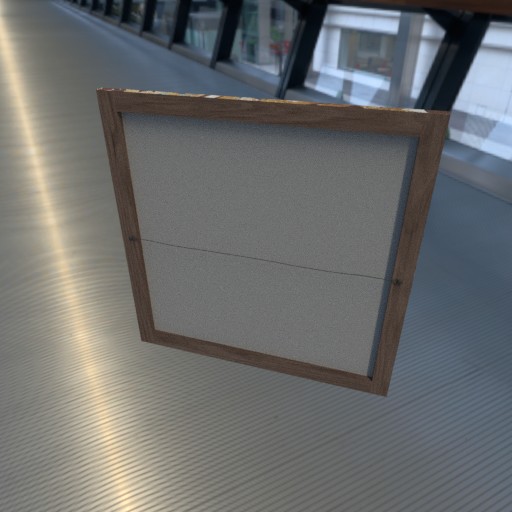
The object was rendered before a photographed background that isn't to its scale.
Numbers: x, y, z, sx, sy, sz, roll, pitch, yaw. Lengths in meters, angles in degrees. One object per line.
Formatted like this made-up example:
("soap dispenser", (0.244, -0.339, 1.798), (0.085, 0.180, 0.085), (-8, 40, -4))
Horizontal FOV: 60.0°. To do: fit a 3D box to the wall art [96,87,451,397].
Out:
("wall art", (0.000, 0.000, 1.120), (0.757, 0.762, 0.028), (9, 33, 15))
